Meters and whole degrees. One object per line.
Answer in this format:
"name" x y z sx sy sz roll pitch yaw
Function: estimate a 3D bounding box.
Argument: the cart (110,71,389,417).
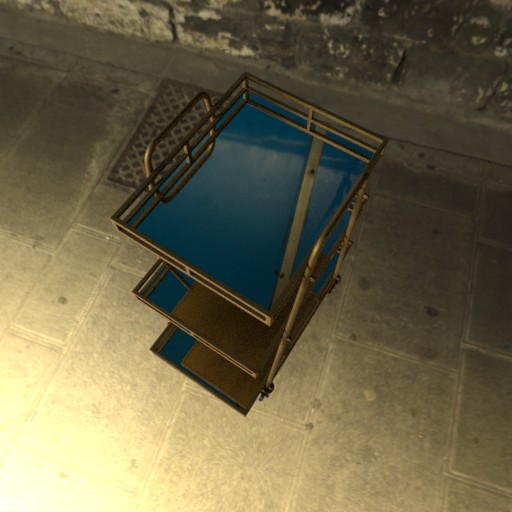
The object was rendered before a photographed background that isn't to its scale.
"cart" 0.000 0.000 1.271 0.441 0.883 0.711 30 68 14
